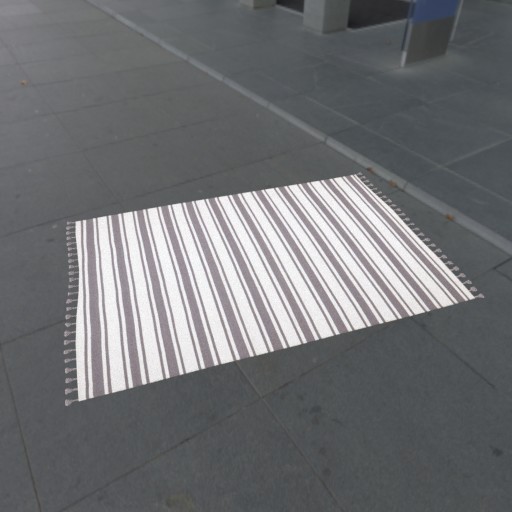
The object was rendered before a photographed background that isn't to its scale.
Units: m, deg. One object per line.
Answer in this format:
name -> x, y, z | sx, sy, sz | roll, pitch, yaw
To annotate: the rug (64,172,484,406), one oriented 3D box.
rug -> 0.000, 0.000, 2.959 | 2.425, 0.014, 1.563 | -12, 42, -13
